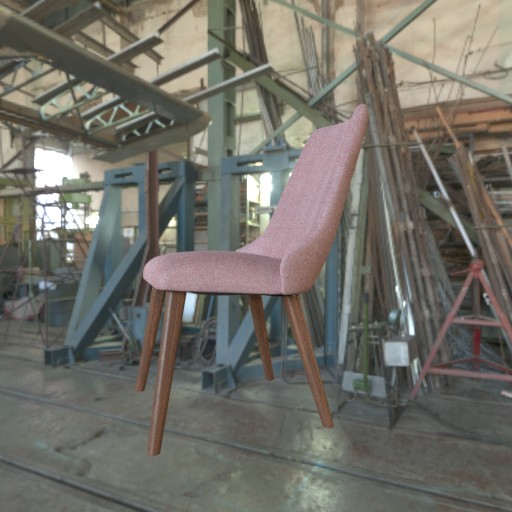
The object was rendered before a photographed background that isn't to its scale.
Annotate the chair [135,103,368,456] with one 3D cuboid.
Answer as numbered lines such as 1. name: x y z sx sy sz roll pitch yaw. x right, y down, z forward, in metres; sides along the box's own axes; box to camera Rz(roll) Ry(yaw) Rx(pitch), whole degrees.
1. chair: 0.000 0.000 1.375 0.707 0.918 0.535 0 1 -17
